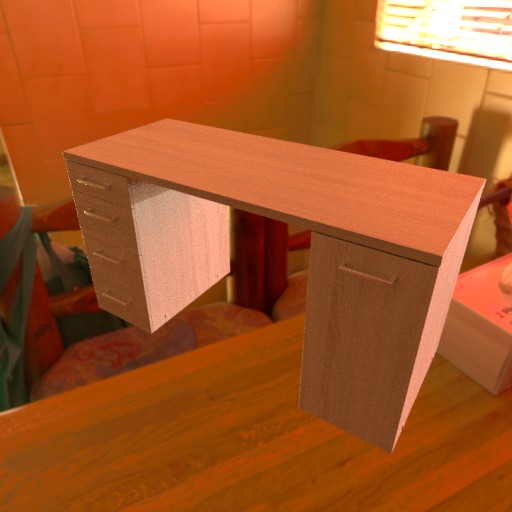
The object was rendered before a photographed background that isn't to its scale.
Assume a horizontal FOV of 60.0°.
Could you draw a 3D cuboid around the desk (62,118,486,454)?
[{"bbox_3d":[0.000,0.000,1.733,1.390,0.740,0.600,19,36,28],"label":"desk"}]
